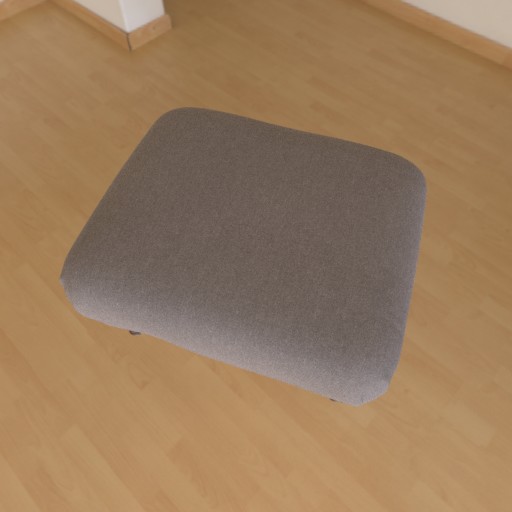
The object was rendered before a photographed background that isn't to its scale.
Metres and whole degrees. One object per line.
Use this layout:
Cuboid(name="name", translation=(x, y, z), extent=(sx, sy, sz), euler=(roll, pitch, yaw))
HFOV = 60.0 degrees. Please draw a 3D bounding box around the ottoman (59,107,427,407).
Cuboid(name="ottoman", translation=(0.000, 0.000, 1.145), extent=(0.747, 0.450, 0.622), euler=(16, 59, 10))
